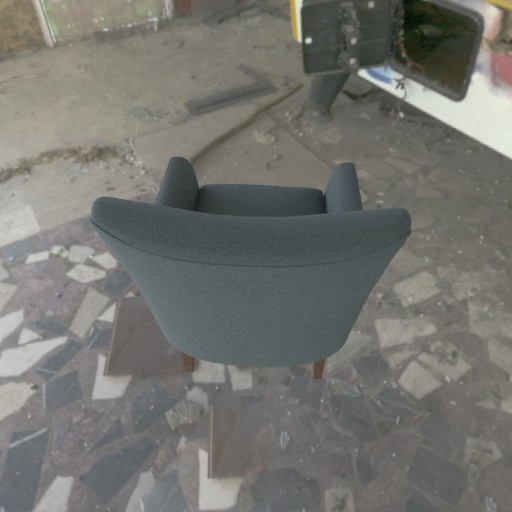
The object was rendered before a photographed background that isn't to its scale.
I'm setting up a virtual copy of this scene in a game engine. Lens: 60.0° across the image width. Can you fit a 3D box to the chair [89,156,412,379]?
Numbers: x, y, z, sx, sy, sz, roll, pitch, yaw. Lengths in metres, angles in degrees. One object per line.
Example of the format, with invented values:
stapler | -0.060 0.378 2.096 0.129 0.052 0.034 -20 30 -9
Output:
chair | 0.000 0.000 1.543 0.756 0.916 0.879 2 47 2
